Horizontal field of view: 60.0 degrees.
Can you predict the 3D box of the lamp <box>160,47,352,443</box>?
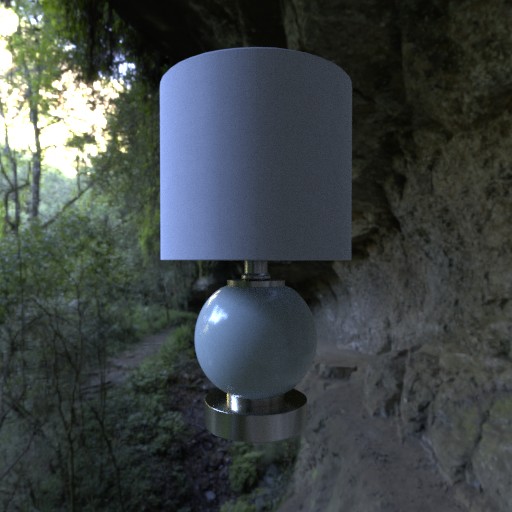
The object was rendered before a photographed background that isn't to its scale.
[{"bbox_3d":[0.000,0.000,0.473,0.201,0.353,0.201,0,-1,35],"label":"lamp"}]
